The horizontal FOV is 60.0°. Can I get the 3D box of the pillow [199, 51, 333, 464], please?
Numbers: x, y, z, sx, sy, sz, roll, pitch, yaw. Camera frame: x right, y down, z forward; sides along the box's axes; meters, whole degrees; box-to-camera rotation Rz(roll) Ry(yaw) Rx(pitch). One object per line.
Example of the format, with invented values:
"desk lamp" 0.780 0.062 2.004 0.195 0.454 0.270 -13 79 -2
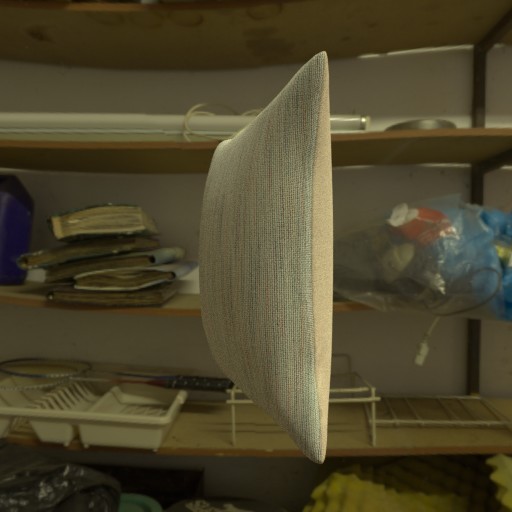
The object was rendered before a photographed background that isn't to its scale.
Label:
"pillow" 0.000 0.000 0.777 0.178 0.506 0.512 0 0 -19
